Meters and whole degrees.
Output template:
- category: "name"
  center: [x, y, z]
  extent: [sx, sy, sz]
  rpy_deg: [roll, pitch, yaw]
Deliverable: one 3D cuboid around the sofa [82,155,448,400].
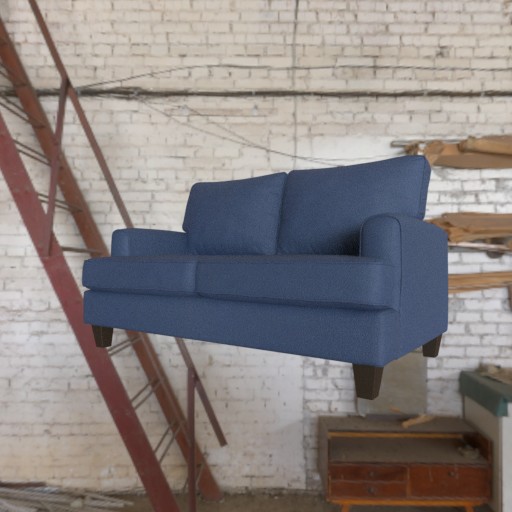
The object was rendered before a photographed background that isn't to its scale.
- category: "sofa"
  center: [0.000, 0.000, 2.239]
  extent: [1.651, 0.965, 0.965]
  rpy_deg: [0, 0, 36]
